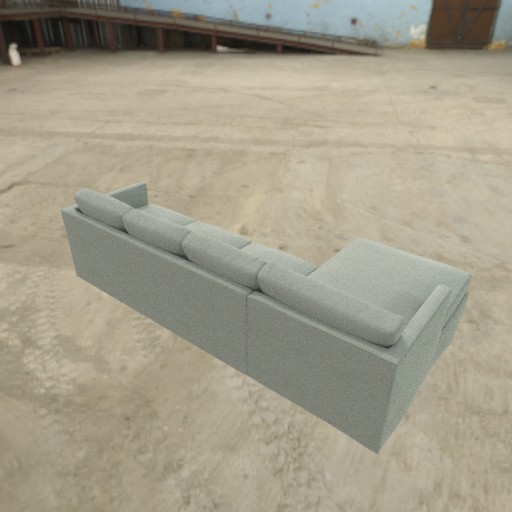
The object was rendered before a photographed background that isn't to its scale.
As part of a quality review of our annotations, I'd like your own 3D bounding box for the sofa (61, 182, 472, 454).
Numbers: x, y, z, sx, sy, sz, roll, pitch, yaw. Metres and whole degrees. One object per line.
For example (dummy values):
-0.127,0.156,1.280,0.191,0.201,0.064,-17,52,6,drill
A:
0.000,0.000,3.819,3.205,0.922,1.650,22,37,32,sofa
